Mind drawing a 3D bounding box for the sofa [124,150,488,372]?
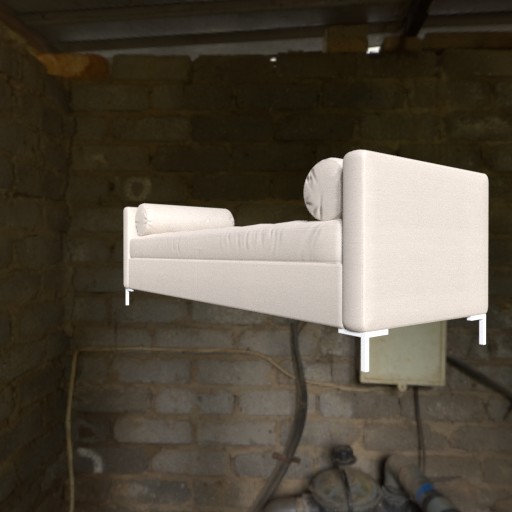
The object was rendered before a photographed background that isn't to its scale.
[{"bbox_3d":[0.000,0.000,2.224,0.686,0.635,1.981,0,0,-35],"label":"sofa"}]
